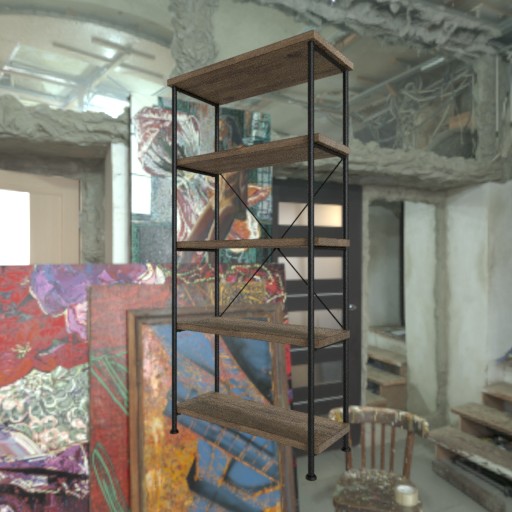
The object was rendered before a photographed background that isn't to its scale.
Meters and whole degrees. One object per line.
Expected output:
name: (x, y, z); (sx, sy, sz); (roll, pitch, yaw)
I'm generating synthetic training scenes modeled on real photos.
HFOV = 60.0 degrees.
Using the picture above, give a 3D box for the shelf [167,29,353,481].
shelf: (0.000, 0.000, 2.043); (0.800, 1.700, 0.360); (0, 0, 36)
